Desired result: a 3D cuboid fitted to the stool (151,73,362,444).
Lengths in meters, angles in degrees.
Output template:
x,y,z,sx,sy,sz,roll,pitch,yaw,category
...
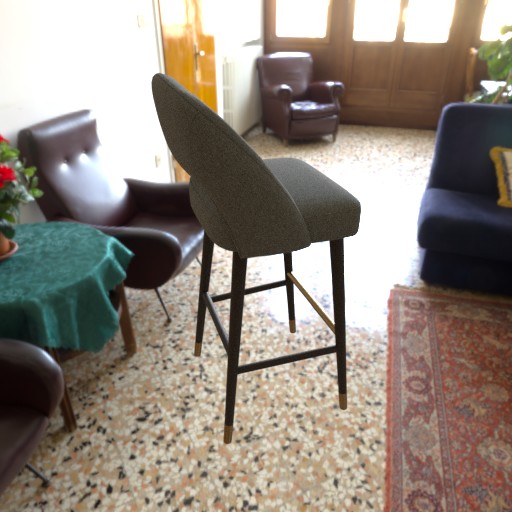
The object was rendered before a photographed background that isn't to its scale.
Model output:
x,y,z,sx,sy,sz,roll,pitch,yaw,category
0.000,0.000,1.403,0.524,1.089,0.536,-10,31,-17,stool
